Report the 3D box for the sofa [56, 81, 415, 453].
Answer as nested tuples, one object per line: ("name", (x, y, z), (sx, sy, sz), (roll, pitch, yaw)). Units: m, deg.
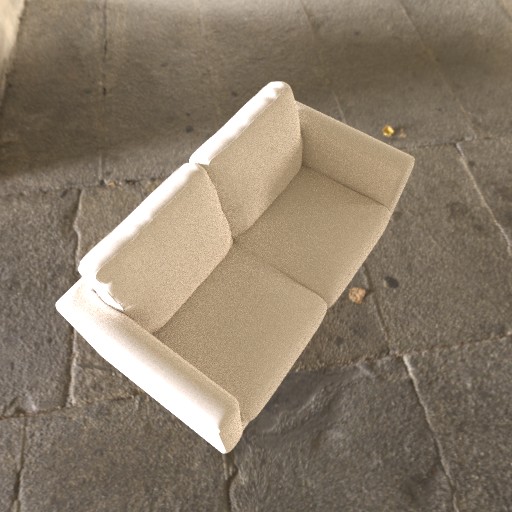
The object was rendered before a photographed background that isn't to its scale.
("sofa", (0.000, 0.000, 1.983), (0.796, 0.908, 1.430), (32, 65, 17))
